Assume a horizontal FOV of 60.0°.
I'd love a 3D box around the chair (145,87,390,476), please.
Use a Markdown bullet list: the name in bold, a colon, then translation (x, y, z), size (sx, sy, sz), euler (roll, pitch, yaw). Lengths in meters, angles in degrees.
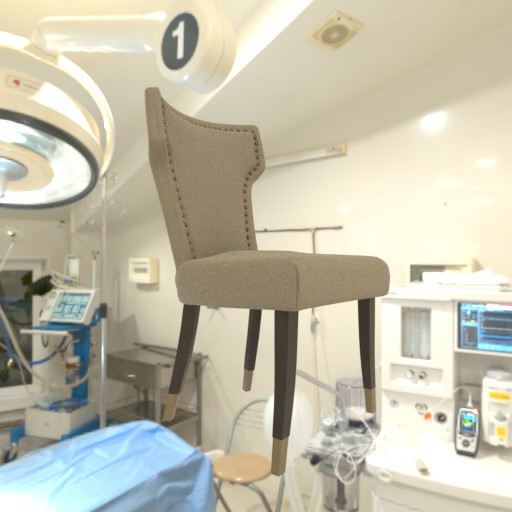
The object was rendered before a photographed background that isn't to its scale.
- **chair**: translation (0.000, 0.000, 1.319), size (0.630, 0.955, 0.526), euler (0, 0, 38)
